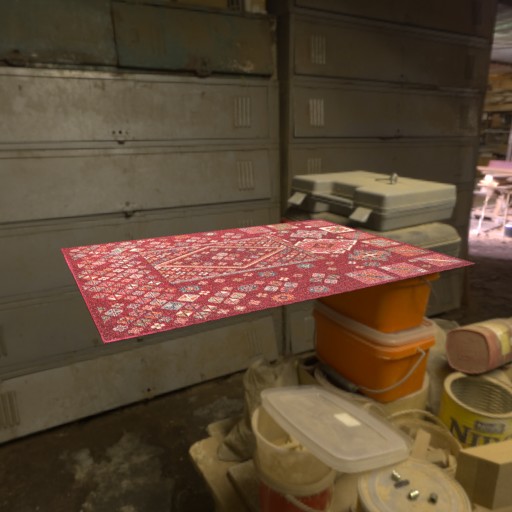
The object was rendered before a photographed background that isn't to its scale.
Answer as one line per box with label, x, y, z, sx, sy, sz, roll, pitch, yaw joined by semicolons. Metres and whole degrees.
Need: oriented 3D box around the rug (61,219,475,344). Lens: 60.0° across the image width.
rug;0.000;0.000;2.862;2.184;0.007;1.579;-9;18;-27
